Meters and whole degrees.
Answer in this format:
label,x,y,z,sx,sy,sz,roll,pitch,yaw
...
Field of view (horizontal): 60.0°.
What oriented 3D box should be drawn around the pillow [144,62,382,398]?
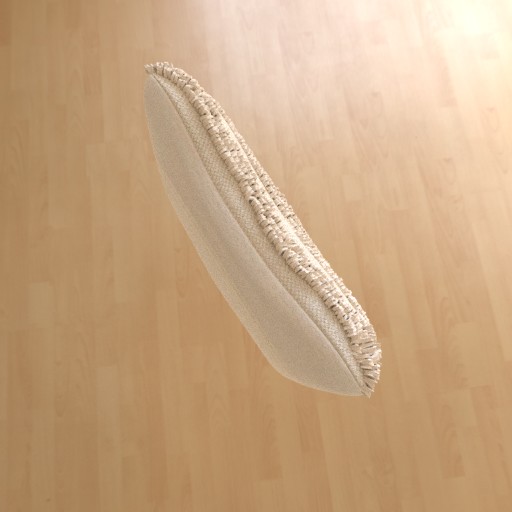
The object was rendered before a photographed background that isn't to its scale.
label,x,y,z,sx,sy,sz,roll,pitch,yaw
pillow,0.000,0.000,0.659,0.145,0.427,0.437,-32,78,-7
